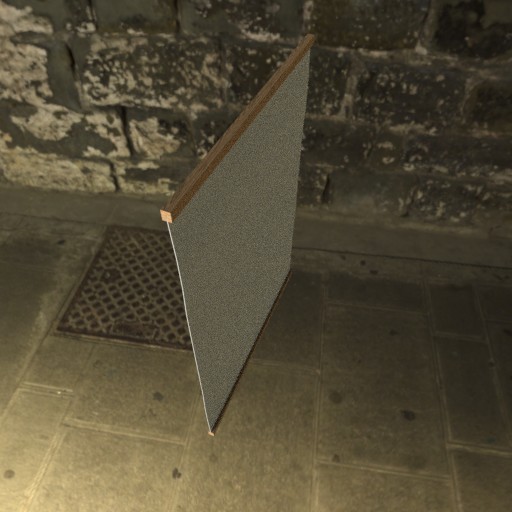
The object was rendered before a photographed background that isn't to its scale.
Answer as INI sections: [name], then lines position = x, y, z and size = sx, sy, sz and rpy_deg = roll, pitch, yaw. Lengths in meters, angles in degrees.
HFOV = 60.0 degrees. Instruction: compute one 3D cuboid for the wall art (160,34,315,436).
[wall art]
position = 0.000, 0.000, 0.803
size = 0.011, 0.605, 0.458
rpy_deg = 18, 51, 15
